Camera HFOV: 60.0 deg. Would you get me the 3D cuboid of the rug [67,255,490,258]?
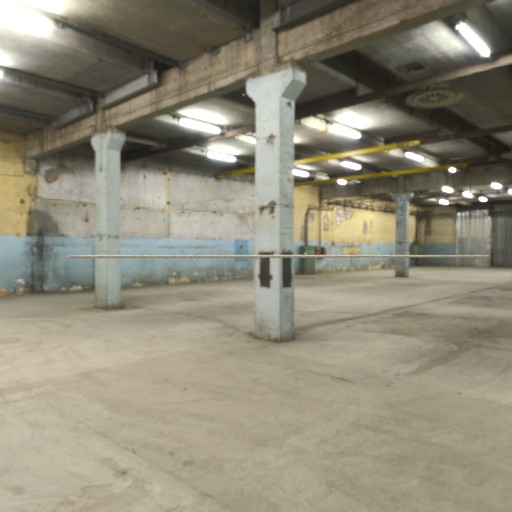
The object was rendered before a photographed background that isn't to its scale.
[{"bbox_3d":[0.000,0.000,4.144,3.050,0.015,2.441,0,0,-18],"label":"rug"}]
